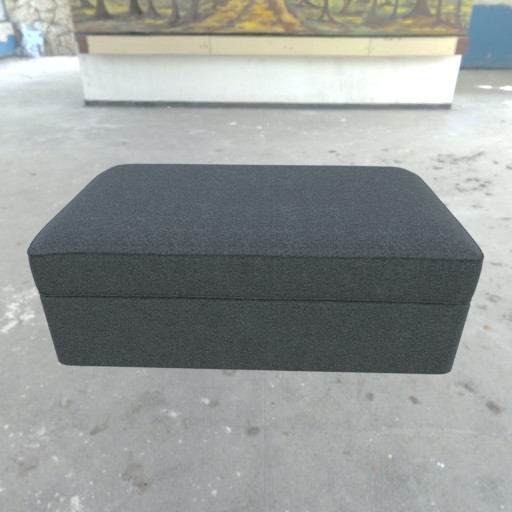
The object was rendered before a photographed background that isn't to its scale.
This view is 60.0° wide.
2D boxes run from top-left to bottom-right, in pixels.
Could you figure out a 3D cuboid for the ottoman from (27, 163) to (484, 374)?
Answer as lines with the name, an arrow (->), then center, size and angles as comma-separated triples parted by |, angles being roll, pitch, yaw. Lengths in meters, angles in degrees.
ottoman -> 0.000, 0.000, 1.486 | 1.173, 0.494, 0.681 | 1, 30, 2
